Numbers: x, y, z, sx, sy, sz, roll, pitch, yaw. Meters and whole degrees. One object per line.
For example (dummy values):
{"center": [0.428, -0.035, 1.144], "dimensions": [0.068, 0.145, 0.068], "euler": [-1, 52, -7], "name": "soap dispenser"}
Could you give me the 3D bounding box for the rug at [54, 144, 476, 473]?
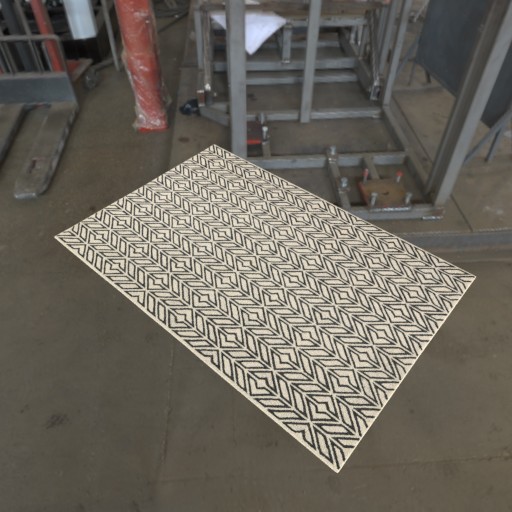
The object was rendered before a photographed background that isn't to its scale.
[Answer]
{"center": [0.000, 0.000, 2.293], "dimensions": [1.828, 0.007, 1.220], "euler": [32, 54, 27], "name": "rug"}
